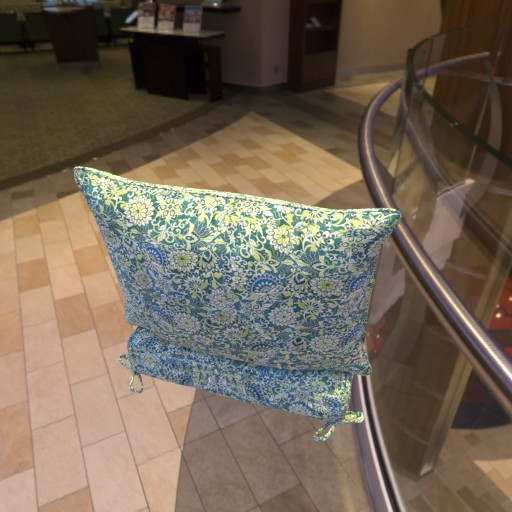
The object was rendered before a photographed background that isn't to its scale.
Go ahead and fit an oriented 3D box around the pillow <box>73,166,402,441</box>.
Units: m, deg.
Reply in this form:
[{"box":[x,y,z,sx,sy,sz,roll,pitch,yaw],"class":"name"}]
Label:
[{"box":[0.000,0.000,1.389,0.798,0.722,0.740,9,34,14],"class":"pillow"}]
